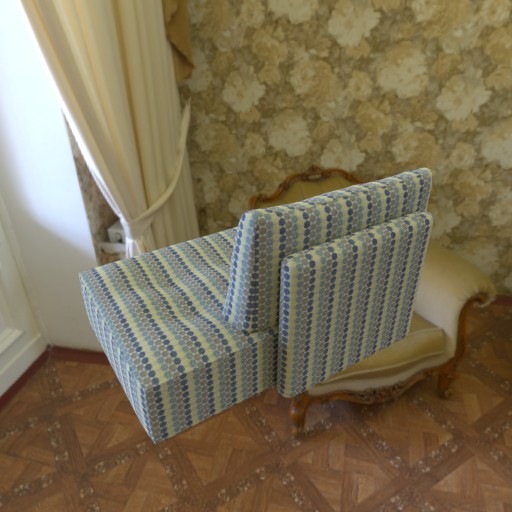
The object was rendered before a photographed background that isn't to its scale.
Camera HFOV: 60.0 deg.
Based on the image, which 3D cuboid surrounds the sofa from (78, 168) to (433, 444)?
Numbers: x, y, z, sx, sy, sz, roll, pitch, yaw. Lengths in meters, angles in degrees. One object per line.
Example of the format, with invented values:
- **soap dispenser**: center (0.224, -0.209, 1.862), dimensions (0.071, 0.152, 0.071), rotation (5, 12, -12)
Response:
- **sofa**: center (0.000, 0.000, 2.071), dimensions (1.450, 0.820, 1.000), rotation (-18, 35, -28)
